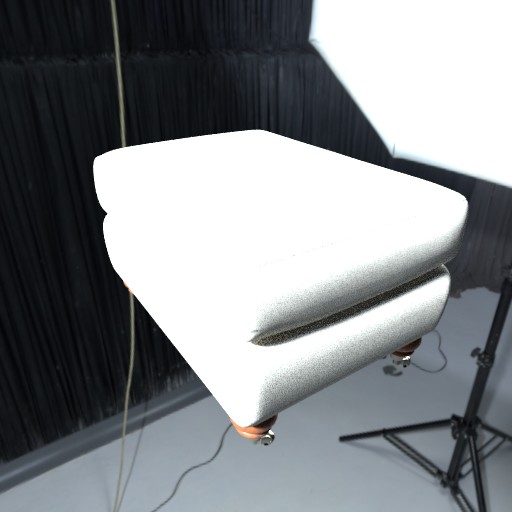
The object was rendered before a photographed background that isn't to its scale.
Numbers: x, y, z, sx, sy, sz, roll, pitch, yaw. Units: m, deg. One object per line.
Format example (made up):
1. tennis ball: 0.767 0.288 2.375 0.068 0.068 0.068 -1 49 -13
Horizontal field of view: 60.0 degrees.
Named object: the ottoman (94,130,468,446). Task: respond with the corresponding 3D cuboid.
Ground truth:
1. ottoman: 0.000 0.000 1.117 0.569 0.499 0.773 -17 32 -29
